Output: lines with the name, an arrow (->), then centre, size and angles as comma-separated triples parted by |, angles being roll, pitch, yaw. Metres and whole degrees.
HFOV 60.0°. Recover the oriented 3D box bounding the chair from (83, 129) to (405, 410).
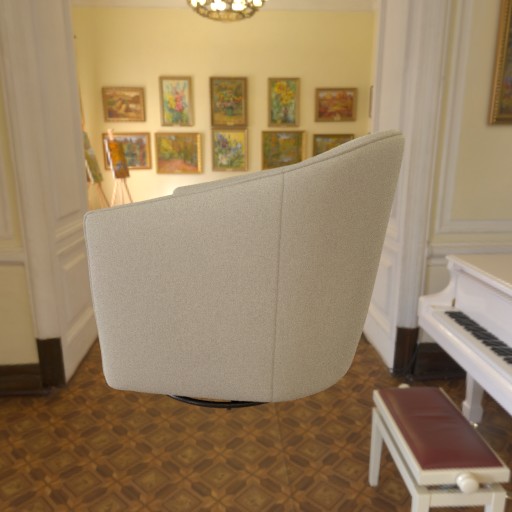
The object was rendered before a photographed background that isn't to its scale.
chair -> 0.000, 0.000, 1.464 | 0.875, 0.799, 0.747 | 2, 14, 9
